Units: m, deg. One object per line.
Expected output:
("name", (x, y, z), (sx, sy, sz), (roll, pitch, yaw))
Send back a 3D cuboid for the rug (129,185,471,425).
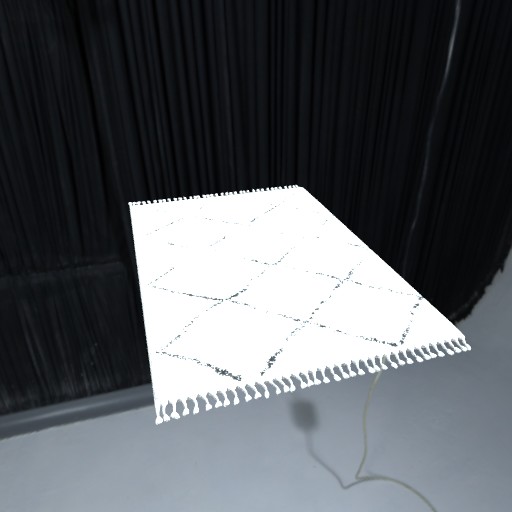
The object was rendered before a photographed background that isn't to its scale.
("rug", (0.000, 0.000, 2.860), (1.494, 0.031, 2.307), (-8, 30, -14))
